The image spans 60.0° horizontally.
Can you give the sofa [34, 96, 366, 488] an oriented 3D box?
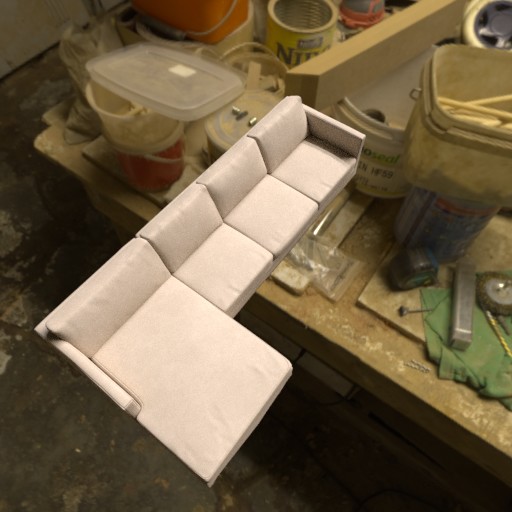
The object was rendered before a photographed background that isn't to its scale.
[{"bbox_3d":[0.000,0.000,3.796,1.625,0.846,3.186,33,64,18],"label":"sofa"}]
